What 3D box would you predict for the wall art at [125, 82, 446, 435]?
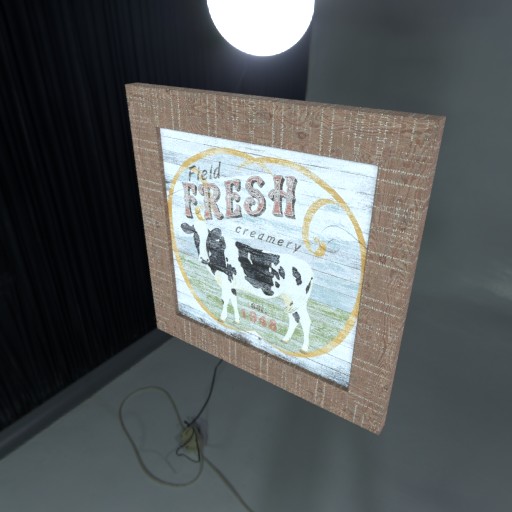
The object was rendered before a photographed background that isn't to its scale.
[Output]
[{"bbox_3d":[0.000,0.000,0.779,0.531,0.531,0.029,18,33,29],"label":"wall art"}]
